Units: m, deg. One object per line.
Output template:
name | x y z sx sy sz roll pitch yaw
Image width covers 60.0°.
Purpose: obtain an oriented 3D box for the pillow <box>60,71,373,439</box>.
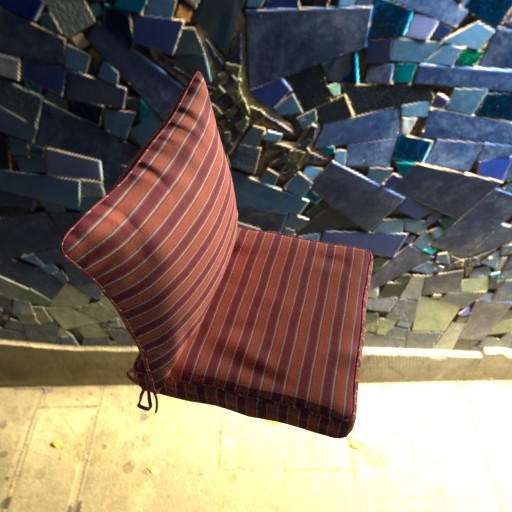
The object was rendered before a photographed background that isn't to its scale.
pillow | 0.000 0.000 1.309 0.733 0.723 0.799 11 47 10
